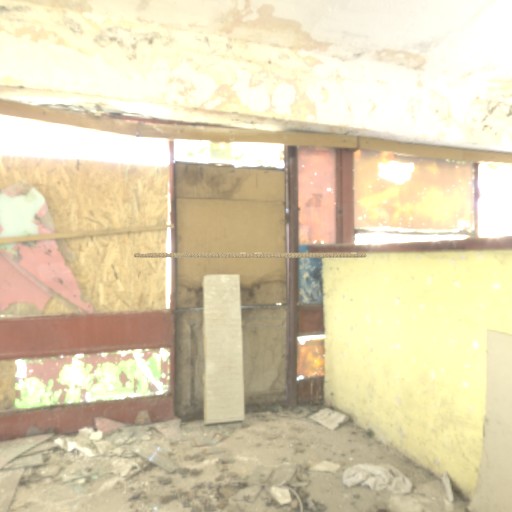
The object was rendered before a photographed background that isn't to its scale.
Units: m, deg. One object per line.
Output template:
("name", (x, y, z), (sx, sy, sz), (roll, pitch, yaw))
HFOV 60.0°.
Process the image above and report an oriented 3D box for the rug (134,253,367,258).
("rug", (0.000, 0.000, 2.419), (0.678, 0.014, 2.276), (0, 0, 1))
